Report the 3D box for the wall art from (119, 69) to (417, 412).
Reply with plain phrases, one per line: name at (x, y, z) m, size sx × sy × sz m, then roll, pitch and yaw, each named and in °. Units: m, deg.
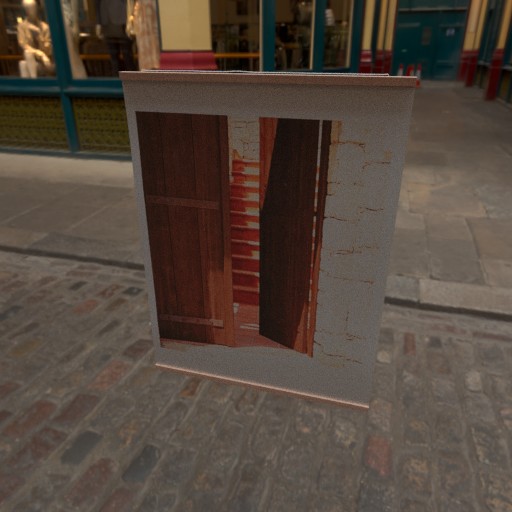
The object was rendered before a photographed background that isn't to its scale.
wall art at (0.000, 0.000, 1.315) m, size 0.758 × 1.013 × 0.020 m, roll 7°, pitch 27°, yaw 14°
